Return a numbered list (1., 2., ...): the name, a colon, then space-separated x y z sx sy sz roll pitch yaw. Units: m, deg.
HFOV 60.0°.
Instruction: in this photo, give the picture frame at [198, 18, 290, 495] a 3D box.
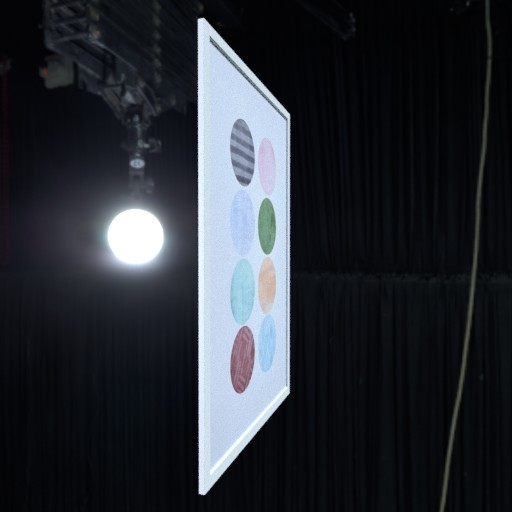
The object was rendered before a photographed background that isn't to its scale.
1. picture frame: 0.000 0.000 1.186 0.013 0.940 0.659 0 1 19
